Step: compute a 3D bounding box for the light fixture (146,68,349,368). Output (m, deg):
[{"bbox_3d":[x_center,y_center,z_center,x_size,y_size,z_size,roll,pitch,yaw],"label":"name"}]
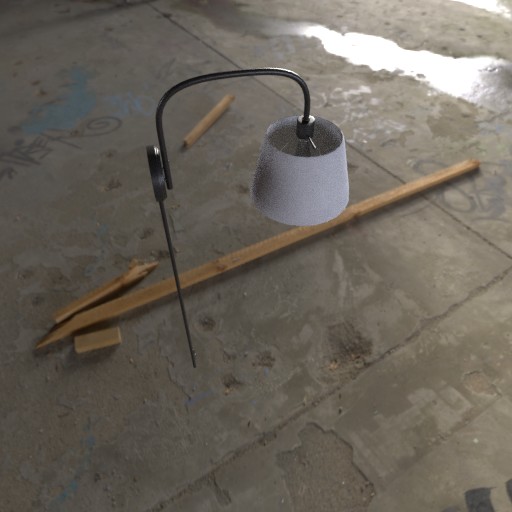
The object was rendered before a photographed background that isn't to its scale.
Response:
[{"bbox_3d":[0.000,0.000,0.466,0.176,0.399,0.092,-10,48,-9],"label":"light fixture"}]
